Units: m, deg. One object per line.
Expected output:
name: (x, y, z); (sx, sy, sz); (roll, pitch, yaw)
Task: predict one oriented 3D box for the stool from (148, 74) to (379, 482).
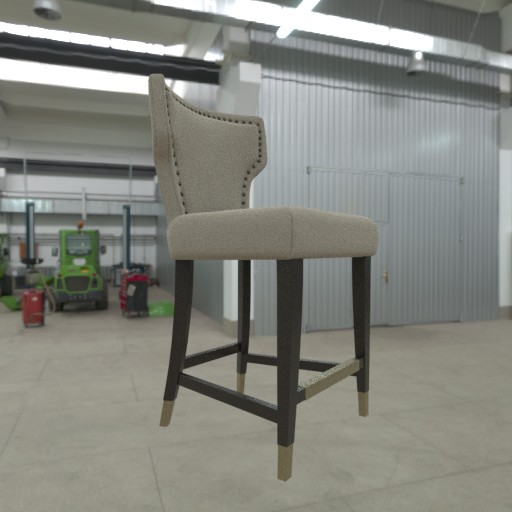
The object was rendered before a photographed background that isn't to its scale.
stool: (0.000, 0.000, 1.306); (0.563, 0.982, 0.527); (1, 1, 36)
